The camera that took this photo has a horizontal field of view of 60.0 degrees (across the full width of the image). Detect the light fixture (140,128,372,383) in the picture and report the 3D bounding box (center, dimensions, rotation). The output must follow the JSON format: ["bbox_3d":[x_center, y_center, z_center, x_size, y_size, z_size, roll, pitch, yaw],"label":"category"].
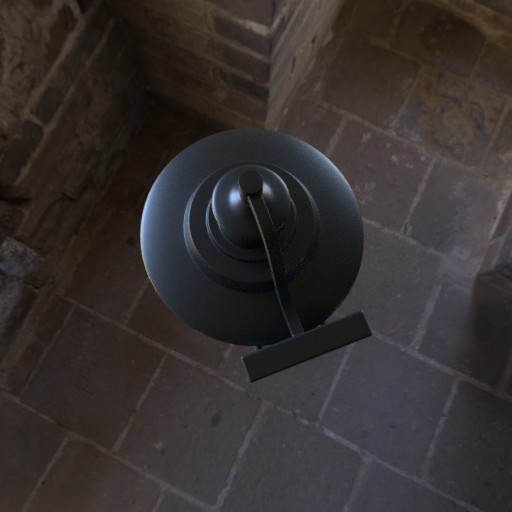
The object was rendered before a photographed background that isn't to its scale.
[{"bbox_3d":[0.000,0.000,0.497,0.222,0.345,0.252,-20,75,-5],"label":"light fixture"}]
